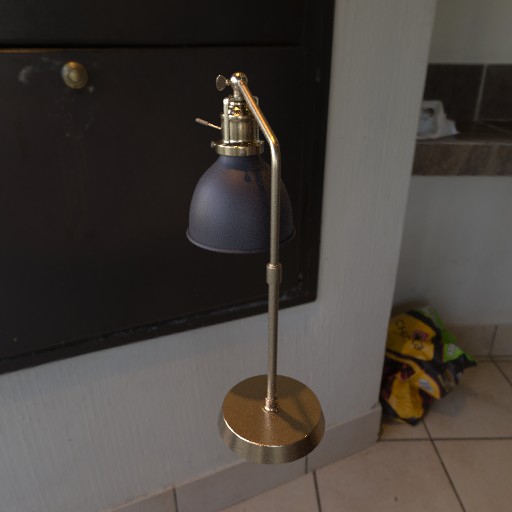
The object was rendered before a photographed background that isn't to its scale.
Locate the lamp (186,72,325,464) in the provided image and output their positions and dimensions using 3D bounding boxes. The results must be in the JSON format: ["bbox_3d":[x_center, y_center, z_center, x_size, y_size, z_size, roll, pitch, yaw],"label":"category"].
[{"bbox_3d":[0.000,0.000,0.600,0.160,0.456,0.291,-8,26,-17],"label":"lamp"}]
